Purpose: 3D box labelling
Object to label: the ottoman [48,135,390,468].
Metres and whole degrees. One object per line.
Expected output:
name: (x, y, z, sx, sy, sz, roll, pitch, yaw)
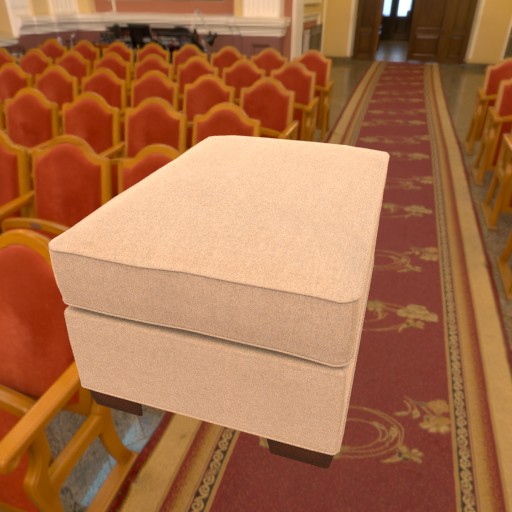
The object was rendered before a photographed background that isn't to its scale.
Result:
ottoman: (0.000, 0.000, 1.218, 0.617, 0.503, 0.846, 9, 32, 15)
